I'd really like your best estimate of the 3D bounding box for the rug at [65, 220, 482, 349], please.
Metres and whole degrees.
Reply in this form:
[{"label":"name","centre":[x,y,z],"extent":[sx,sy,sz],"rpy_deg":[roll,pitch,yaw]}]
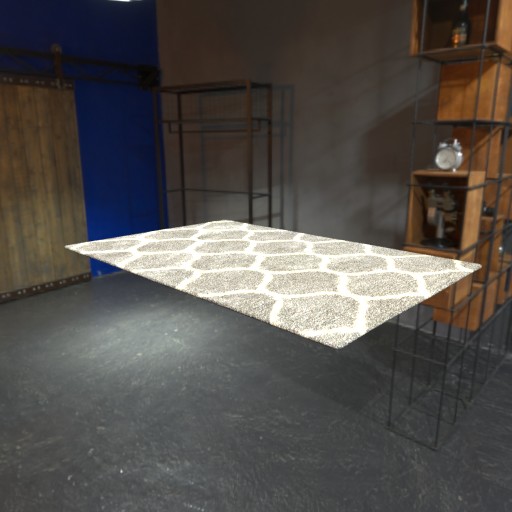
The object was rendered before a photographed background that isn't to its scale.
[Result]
[{"label":"rug","centre":[0.000,0.000,3.397],"extent":[2.701,0.026,1.801],"rpy_deg":[13,20,42]}]
